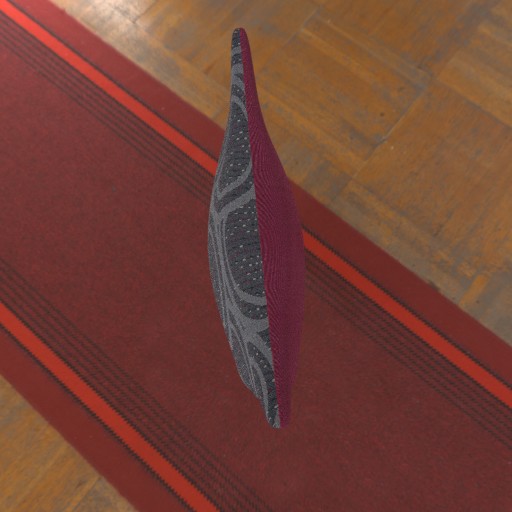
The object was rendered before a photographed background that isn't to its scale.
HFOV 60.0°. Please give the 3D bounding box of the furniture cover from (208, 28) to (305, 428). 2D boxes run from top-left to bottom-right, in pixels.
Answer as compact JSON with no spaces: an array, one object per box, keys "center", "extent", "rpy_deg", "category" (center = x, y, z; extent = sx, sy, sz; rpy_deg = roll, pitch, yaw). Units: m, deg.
[{"center":[0.000,0.000,0.777],"extent":[0.163,0.513,0.514],"rpy_deg":[-5,75,-1],"category":"furniture cover"}]
